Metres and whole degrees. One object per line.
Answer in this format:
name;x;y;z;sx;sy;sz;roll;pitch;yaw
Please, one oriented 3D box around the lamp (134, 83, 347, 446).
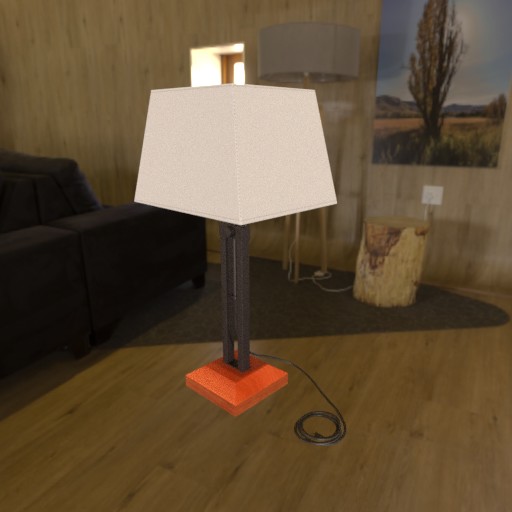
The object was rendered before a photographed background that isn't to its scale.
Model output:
lamp;0.000;0.000;1.012;0.498;0.737;0.310;16;23;42
